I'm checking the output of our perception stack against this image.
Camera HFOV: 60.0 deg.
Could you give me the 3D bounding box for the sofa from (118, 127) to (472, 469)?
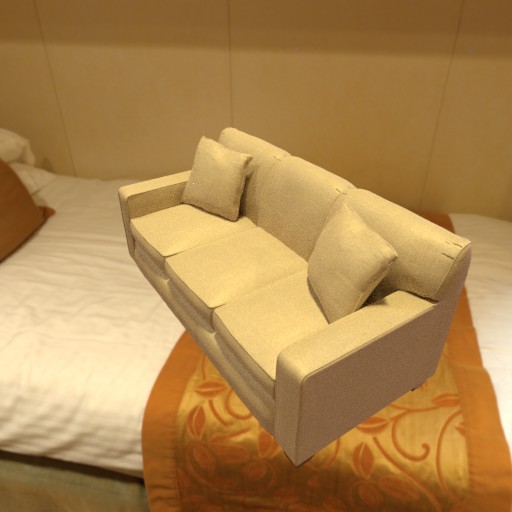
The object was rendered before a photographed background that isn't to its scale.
[{"bbox_3d":[0.000,0.000,2.610,0.997,0.958,2.024,-20,38,-28],"label":"sofa"}]
